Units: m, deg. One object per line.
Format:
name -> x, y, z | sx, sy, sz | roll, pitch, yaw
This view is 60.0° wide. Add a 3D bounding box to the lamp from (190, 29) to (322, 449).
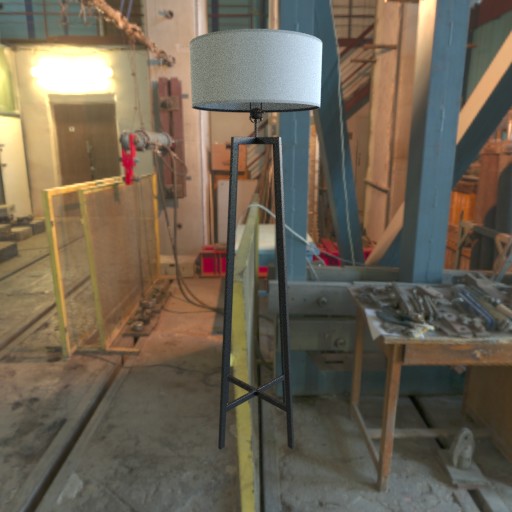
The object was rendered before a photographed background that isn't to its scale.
lamp -> 0.000, 0.000, 1.726 | 0.456, 1.510, 0.457 | 13, 19, 43
